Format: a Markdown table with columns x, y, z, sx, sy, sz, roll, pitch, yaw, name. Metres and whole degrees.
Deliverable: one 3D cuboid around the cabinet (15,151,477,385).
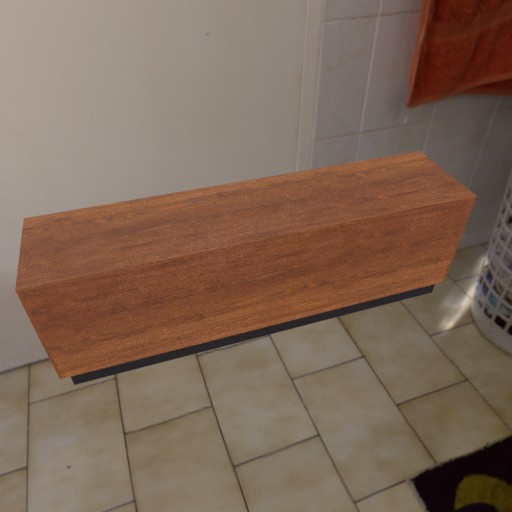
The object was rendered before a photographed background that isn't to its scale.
| x | y | z | sx | sy | sz | roll | pitch | yaw | name |
| --- | --- | --- | --- | --- | --- | --- | --- | --- | --- |
| 0.000 | 0.000 | 1.786 | 1.600 | 0.510 | 0.419 | -12 | 42 | -14 | cabinet |
